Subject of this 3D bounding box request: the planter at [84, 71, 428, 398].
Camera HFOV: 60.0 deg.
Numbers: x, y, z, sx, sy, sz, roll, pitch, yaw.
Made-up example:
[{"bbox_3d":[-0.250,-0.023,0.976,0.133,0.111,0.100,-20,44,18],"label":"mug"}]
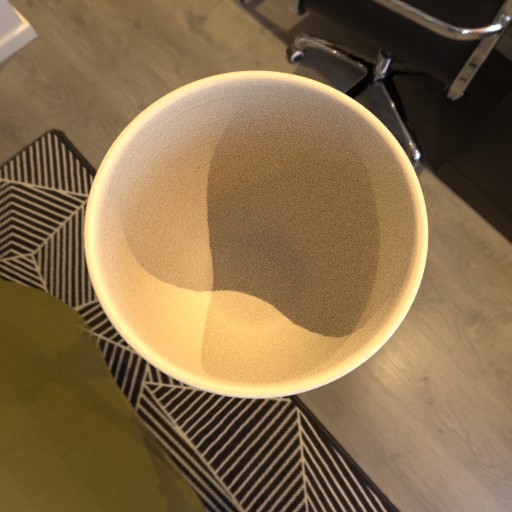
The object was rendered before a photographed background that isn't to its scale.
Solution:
[{"bbox_3d":[0.000,0.000,0.211,0.124,0.109,0.124,0,75,0],"label":"planter"}]
